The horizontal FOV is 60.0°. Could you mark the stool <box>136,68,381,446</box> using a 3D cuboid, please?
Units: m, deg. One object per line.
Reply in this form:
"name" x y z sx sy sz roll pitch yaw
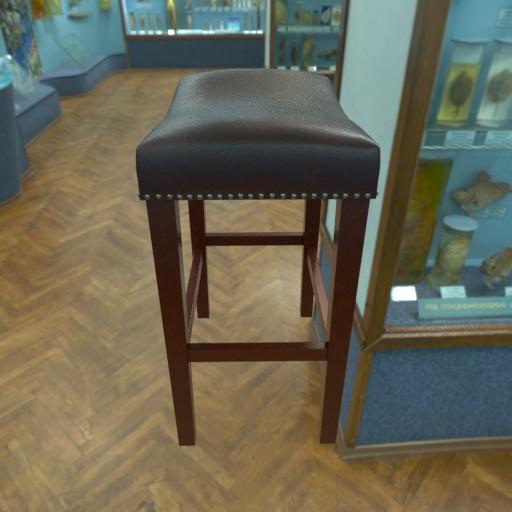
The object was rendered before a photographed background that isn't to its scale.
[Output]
"stool" 0.000 0.000 1.030 0.372 0.742 0.504 0 33 -1
